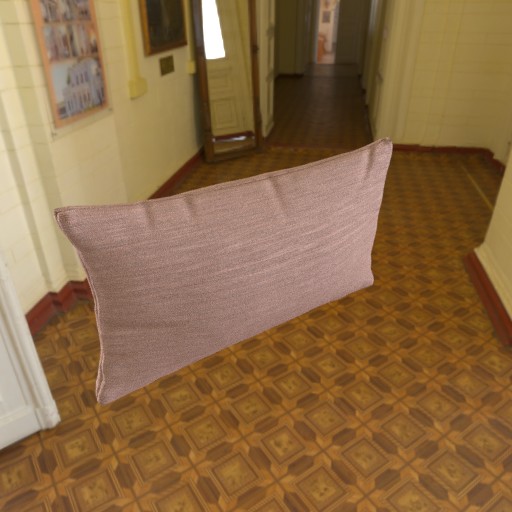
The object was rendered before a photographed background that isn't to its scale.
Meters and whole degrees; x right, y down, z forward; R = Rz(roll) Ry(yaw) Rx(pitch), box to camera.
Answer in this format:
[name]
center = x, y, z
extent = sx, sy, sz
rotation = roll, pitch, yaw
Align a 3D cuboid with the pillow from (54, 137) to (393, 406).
[pillow]
center = 0.000, 0.000, 0.795
extent = 0.633, 0.338, 0.210
rotation = -19, 34, -30
